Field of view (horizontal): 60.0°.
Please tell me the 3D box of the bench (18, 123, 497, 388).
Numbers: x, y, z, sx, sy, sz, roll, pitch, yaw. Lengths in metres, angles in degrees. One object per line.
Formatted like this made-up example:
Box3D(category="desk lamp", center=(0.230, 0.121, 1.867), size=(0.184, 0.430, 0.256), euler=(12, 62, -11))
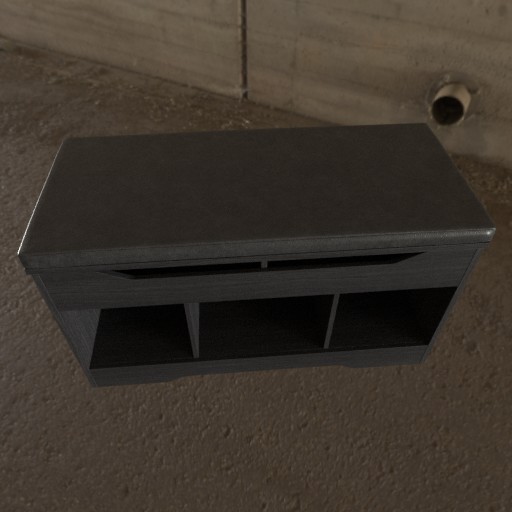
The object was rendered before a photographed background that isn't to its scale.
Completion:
Box3D(category="bench", center=(0.000, 0.000, 1.138), size=(0.905, 0.501, 0.401), euler=(-3, 46, -3))
